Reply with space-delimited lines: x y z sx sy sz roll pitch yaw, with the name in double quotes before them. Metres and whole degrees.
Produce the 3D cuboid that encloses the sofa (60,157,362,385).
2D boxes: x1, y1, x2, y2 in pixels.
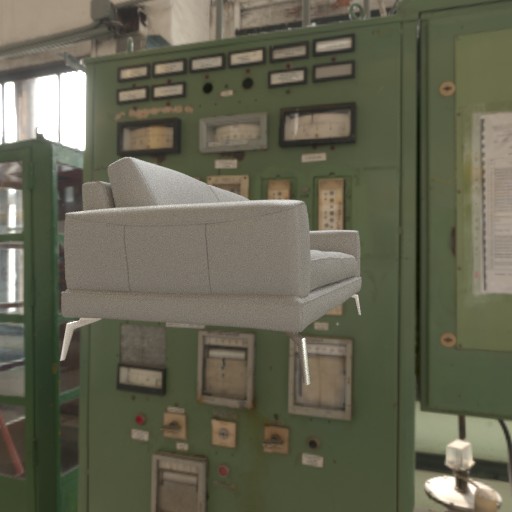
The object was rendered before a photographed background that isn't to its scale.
"sofa" 0.000 0.000 2.744 1.121 0.930 2.177 0 0 19
